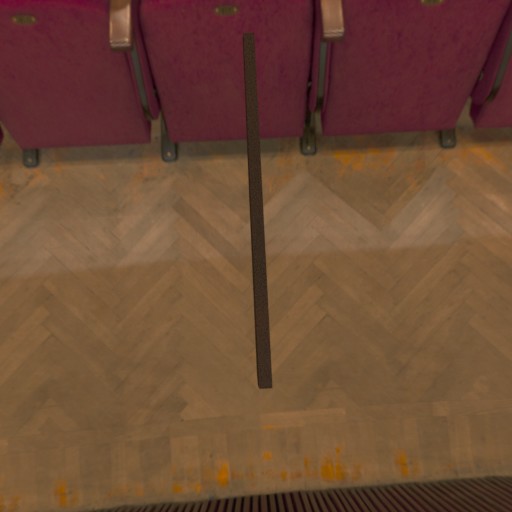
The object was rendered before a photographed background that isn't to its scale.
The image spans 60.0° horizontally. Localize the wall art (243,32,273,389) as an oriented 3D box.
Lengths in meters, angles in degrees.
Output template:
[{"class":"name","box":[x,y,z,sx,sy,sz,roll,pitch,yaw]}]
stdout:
[{"class":"wall art","box":[0.000,0.000,0.669,0.013,0.508,0.359,-2,76,-1]}]
